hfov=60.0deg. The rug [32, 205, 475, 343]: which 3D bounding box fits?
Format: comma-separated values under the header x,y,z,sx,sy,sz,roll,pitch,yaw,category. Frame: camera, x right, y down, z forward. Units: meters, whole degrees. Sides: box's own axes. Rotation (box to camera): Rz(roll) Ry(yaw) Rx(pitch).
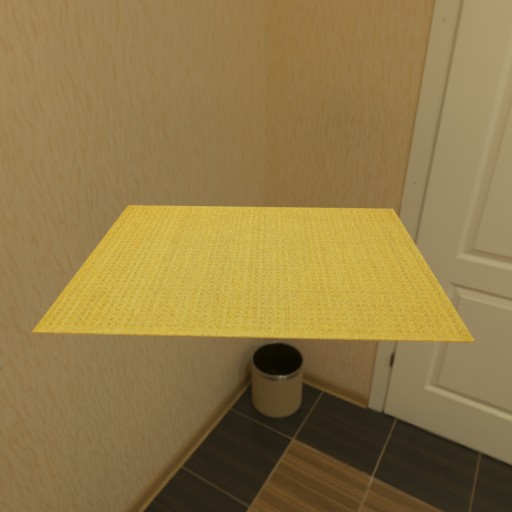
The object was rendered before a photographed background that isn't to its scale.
x,y,z,sx,sy,sz,roll,pitch,yaw,category
0.000,0.000,4.333,3.242,0.015,2.486,1,29,2,rug
